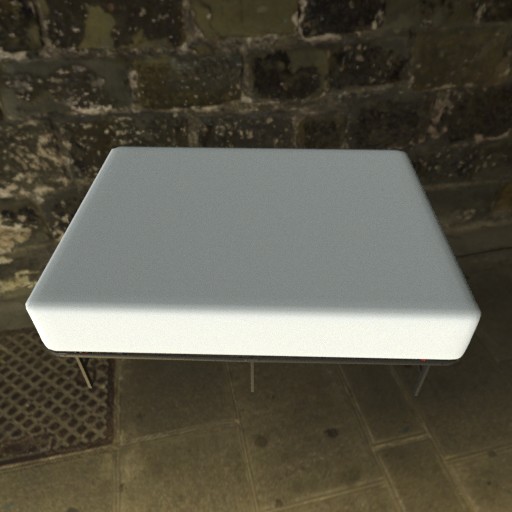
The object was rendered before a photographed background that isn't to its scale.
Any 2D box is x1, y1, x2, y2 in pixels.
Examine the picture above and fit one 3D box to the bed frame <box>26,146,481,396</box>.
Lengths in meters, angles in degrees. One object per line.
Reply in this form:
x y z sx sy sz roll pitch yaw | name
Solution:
0.000 0.000 2.705 2.037 0.677 1.528 1 42 1 | bed frame
